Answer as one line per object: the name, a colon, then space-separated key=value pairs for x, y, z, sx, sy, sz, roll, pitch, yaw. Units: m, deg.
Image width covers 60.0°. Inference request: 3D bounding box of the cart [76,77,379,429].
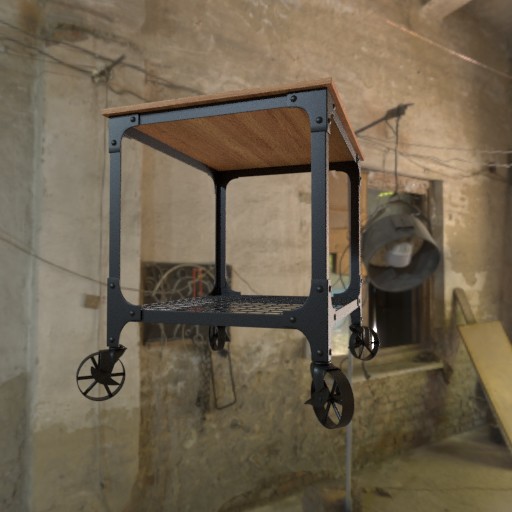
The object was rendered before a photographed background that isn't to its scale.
cart: x=0.000 y=0.000 z=1.118 sx=0.558 sy=0.603 sz=0.666 roll=-1 pitch=-2 yaw=19
